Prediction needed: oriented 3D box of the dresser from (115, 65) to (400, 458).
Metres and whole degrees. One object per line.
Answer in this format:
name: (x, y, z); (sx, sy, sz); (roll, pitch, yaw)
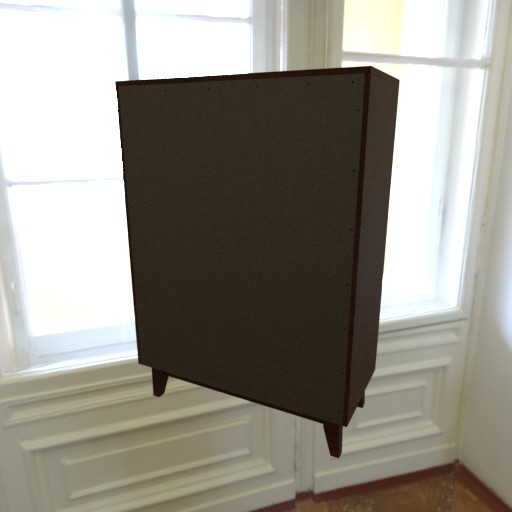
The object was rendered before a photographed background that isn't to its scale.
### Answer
dresser: (0.000, 0.000, 2.049); (1.072, 1.514, 0.506); (8, 18, 26)
